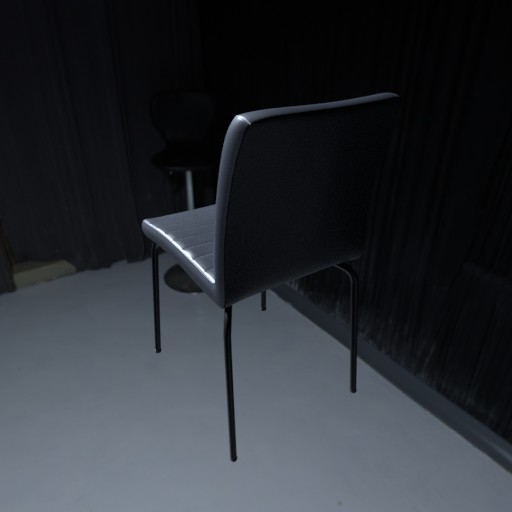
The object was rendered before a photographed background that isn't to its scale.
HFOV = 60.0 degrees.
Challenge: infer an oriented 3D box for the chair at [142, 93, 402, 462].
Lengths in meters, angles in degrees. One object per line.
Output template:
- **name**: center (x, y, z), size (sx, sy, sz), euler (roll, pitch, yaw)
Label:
- **chair**: center (0.000, 0.000, 1.182), size (0.450, 0.872, 0.572), euler (-18, 34, -28)
